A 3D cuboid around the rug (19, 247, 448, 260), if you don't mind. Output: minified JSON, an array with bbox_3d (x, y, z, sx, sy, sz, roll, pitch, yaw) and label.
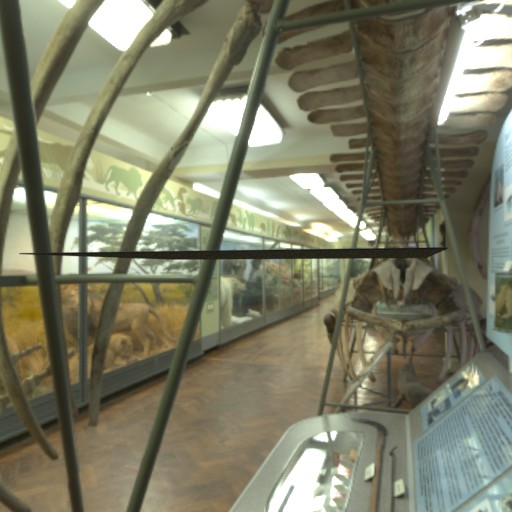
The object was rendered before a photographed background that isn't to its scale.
[{"bbox_3d":[0.000,0.000,4.079,3.048,0.010,2.438,-1,-2,18],"label":"rug"}]
